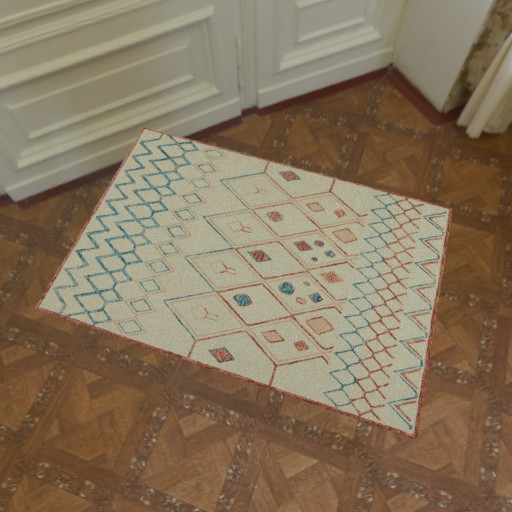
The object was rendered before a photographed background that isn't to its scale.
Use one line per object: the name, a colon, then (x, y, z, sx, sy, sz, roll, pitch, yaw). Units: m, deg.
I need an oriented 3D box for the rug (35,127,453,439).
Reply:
rug: (0.000, 0.000, 2.258, 1.829, 0.016, 1.219, 17, 64, 8)
